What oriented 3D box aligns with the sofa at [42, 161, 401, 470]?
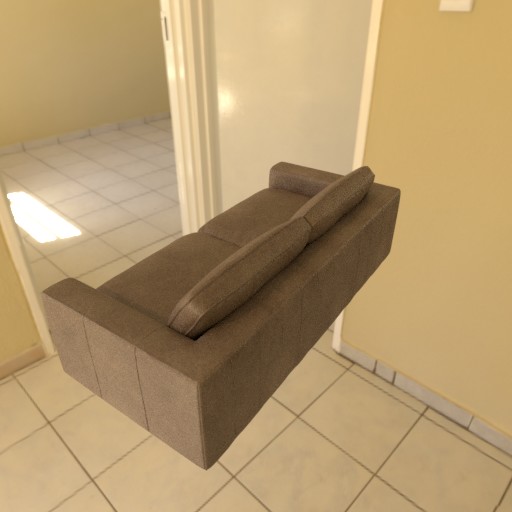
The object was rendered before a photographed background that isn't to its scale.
[{"bbox_3d":[0.000,0.000,2.787,1.070,0.801,2.262,20,37,29],"label":"sofa"}]
